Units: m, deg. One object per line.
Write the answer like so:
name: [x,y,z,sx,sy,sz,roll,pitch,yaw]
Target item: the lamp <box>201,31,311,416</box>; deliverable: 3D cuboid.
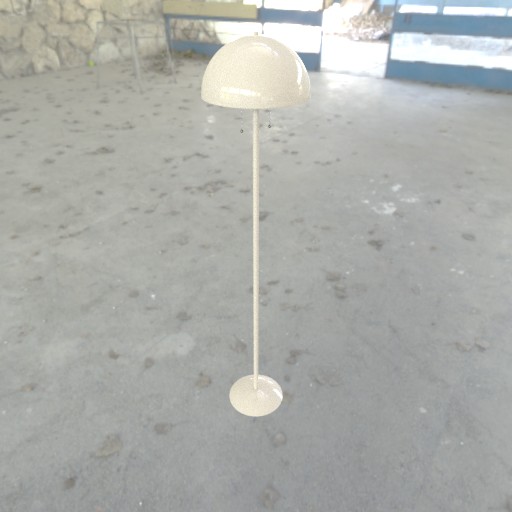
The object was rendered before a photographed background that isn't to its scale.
lamp: [0.000,0.000,1.630,0.328,1.480,0.328,20,37,30]
